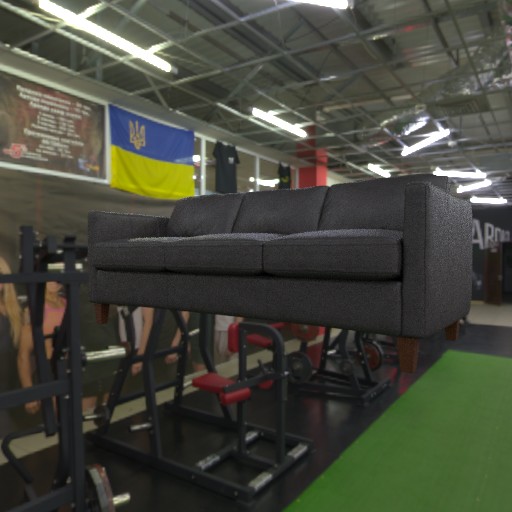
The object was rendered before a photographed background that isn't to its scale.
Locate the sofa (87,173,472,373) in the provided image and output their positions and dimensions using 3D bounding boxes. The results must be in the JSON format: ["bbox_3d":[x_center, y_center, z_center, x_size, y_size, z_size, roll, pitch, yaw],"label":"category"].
[{"bbox_3d":[0.000,0.000,2.937,2.464,1.006,1.045,0,1,36],"label":"sofa"}]
